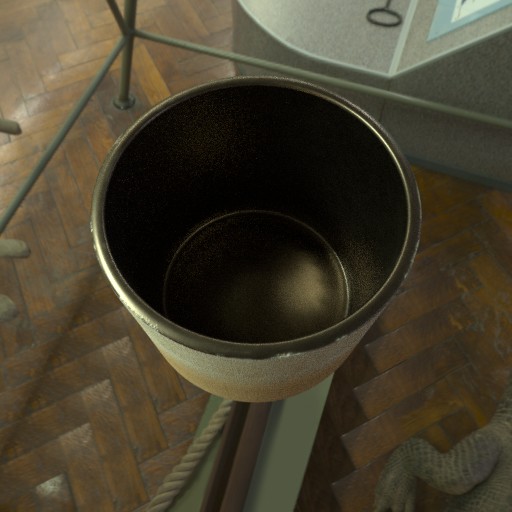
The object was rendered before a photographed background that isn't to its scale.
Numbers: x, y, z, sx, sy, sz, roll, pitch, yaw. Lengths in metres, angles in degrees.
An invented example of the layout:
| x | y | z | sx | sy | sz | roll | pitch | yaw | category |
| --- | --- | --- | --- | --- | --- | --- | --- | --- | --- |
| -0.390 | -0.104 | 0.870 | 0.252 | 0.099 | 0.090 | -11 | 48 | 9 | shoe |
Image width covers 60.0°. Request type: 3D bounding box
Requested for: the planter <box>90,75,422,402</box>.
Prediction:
| x | y | z | sx | sy | sz | roll | pitch | yaw | category |
| --- | --- | --- | --- | --- | --- | --- | --- | --- | --- |
| 0.000 | 0.000 | 0.434 | 0.254 | 0.221 | 0.254 | 0 | 65 | 0 | planter |
